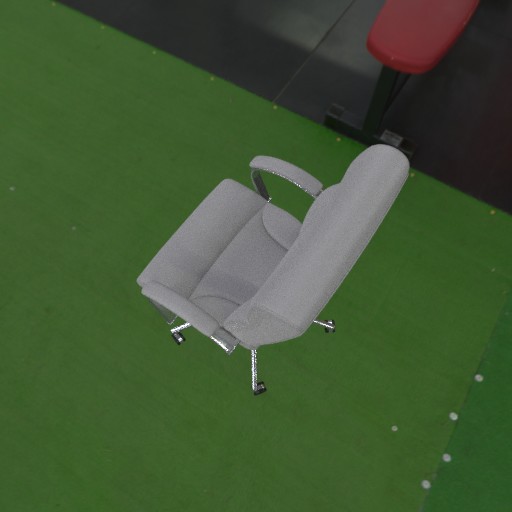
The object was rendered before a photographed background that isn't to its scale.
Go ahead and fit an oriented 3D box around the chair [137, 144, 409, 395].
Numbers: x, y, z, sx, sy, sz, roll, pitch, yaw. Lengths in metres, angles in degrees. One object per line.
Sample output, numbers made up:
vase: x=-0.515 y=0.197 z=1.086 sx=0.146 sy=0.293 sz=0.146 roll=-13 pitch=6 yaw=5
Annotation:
chair: x=0.000 y=0.000 z=1.612 sx=0.745 sy=1.099 sz=0.727 roll=32 pitch=68 yaw=14
